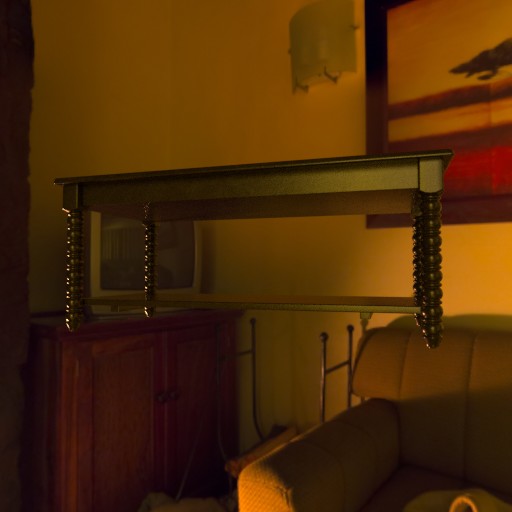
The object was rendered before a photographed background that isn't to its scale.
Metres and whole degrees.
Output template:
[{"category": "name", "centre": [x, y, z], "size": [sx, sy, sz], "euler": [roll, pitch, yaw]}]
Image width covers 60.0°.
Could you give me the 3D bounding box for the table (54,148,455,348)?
[{"category": "table", "centre": [0.000, 0.000, 1.496], "size": [1.171, 0.487, 0.580], "euler": [-1, -2, 17]}]
